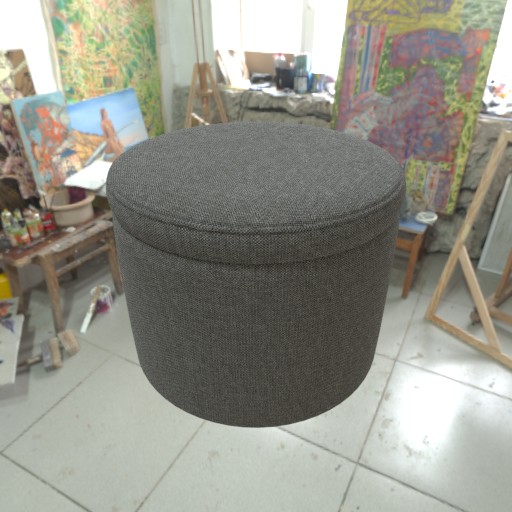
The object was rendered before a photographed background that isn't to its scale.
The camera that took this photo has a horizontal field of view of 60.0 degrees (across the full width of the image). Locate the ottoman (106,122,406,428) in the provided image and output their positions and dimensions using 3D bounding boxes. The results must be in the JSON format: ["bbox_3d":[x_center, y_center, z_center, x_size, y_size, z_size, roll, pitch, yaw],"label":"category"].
[{"bbox_3d":[0.000,0.000,0.886,0.520,0.430,0.520,0,32,0],"label":"ottoman"}]
